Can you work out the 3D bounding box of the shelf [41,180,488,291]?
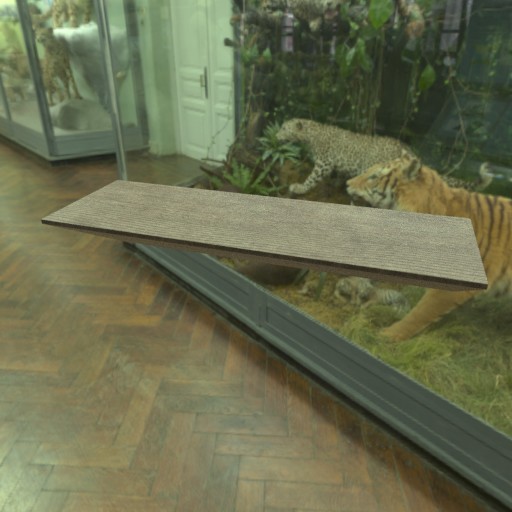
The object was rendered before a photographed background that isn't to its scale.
[{"bbox_3d":[0.000,0.000,0.691,0.610,0.125,0.200,8,29,16],"label":"shelf"}]
